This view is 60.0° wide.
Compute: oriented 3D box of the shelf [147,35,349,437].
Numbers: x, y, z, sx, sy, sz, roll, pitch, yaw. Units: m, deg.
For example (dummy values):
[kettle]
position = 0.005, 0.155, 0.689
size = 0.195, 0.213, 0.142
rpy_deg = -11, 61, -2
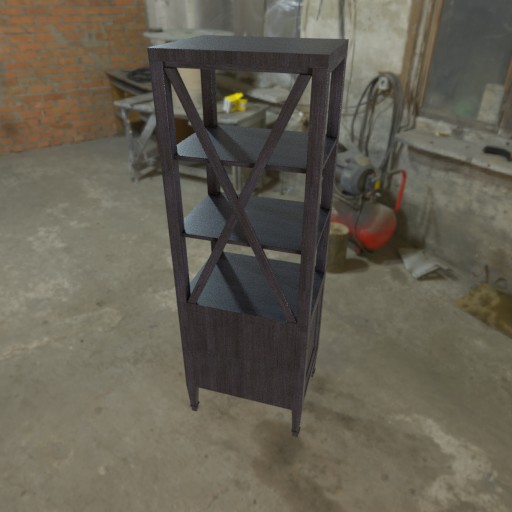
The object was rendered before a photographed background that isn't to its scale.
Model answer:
[shelf]
position = 0.000, 0.000, 1.984
size = 0.584, 1.727, 0.472
rpy_deg = 9, 32, 14
